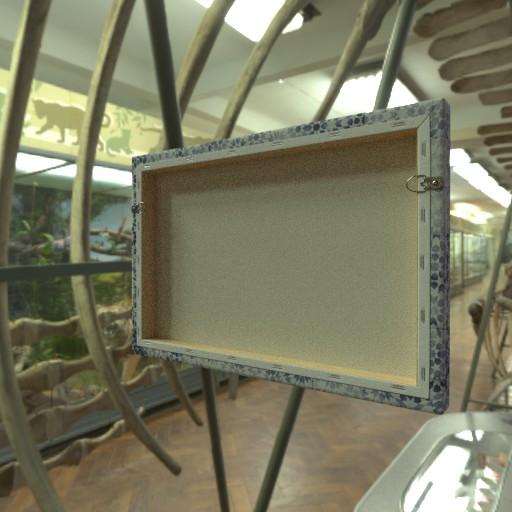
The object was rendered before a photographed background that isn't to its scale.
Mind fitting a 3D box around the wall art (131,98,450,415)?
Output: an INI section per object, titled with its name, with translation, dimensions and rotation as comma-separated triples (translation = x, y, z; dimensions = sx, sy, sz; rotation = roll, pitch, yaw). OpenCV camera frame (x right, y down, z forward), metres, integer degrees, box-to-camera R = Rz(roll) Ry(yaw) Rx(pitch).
[wall art]
translation = 0.000, 0.000, 1.126
dimensions = 0.911, 0.608, 0.057
rotation = 0, 1, 35
